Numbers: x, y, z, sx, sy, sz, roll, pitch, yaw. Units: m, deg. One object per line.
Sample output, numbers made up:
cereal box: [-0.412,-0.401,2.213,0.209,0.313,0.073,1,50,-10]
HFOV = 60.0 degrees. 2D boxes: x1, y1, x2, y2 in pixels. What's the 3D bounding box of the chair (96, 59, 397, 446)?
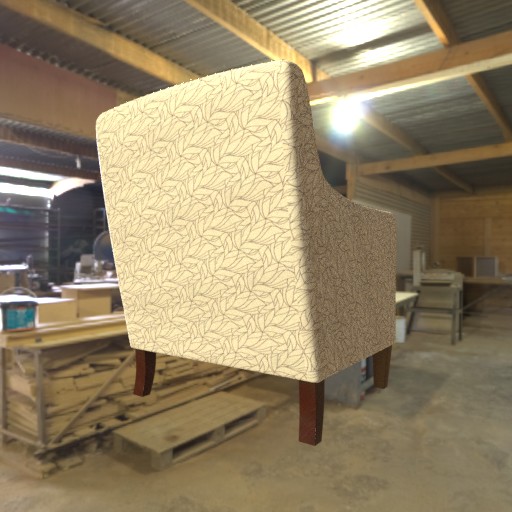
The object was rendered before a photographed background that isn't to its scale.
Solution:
chair: [0.000,0.000,1.292,0.623,0.816,0.651,0,0,36]
